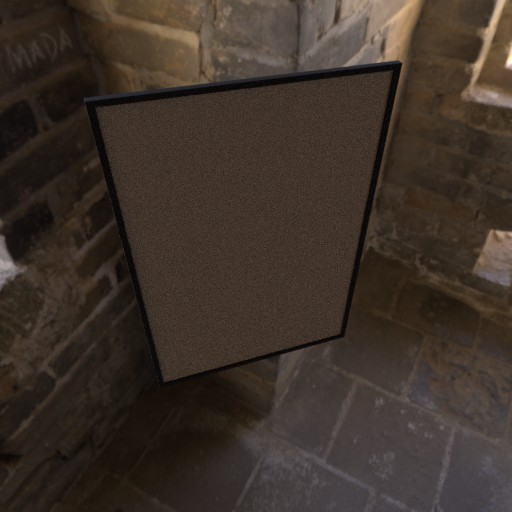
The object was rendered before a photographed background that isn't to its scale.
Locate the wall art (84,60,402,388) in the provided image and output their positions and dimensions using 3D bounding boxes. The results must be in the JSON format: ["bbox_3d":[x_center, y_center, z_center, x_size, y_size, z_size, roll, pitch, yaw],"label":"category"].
[{"bbox_3d":[0.000,0.000,0.837,0.460,0.660,0.013,-12,43,-13],"label":"wall art"}]
